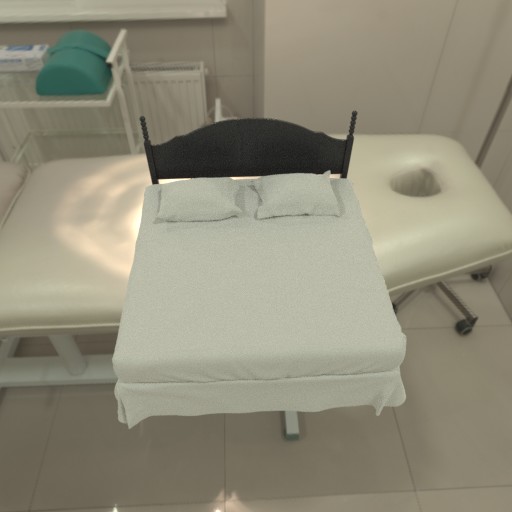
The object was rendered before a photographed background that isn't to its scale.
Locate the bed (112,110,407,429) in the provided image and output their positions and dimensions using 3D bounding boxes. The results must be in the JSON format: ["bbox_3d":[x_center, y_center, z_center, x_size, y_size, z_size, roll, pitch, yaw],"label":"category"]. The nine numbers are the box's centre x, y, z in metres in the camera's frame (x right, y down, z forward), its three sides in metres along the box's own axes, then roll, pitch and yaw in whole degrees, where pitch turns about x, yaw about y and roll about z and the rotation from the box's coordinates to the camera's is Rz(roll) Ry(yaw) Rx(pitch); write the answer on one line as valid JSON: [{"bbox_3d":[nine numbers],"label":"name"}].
[{"bbox_3d":[0.000,0.000,3.619,2.322,1.355,2.219,-2,47,-2],"label":"bed"}]
